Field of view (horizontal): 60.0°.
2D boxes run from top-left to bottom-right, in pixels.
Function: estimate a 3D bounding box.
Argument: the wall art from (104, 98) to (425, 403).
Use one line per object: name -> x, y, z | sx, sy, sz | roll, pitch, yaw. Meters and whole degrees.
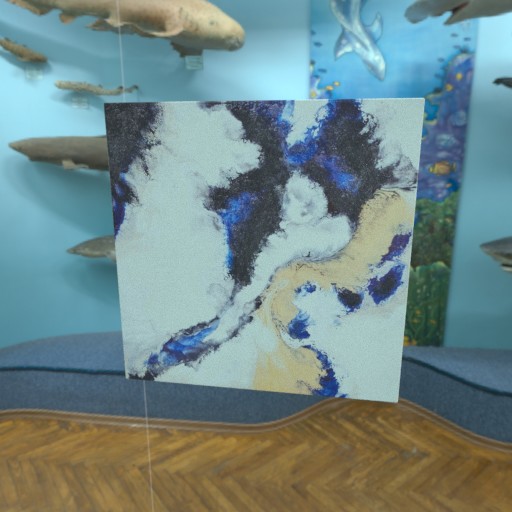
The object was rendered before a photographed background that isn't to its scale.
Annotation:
wall art -> 0.000, 0.000, 1.336 | 0.887, 0.885, 0.038 | 2, 15, 9
